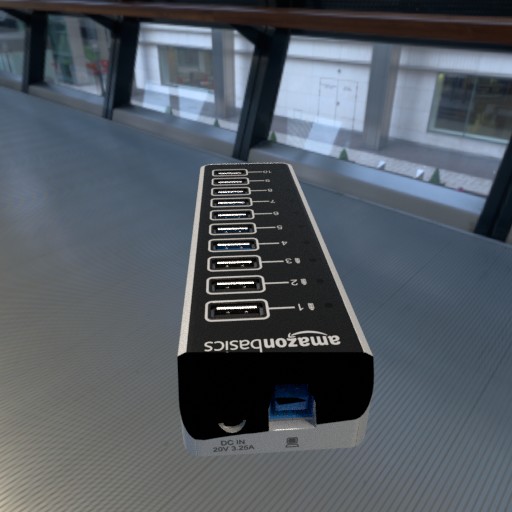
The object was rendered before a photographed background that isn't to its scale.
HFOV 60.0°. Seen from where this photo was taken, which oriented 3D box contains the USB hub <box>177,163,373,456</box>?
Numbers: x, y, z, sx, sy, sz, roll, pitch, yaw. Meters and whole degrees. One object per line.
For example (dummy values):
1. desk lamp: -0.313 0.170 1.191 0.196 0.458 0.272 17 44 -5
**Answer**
1. USB hub: 0.000 0.000 0.161 0.044 0.023 0.145 -2 30 -3
